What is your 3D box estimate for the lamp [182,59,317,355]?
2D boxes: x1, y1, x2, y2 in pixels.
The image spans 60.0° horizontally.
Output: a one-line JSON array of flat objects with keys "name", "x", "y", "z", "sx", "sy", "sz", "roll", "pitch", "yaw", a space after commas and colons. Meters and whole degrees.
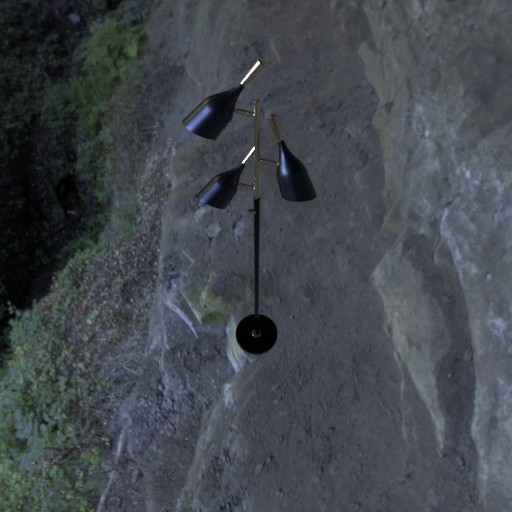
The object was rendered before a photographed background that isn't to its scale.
[{"name": "lamp", "x": 0.000, "y": 0.000, "z": 1.920, "sx": 0.434, "sy": 1.778, "sz": 0.253, "roll": 15, "pitch": 59, "yaw": 10}]
